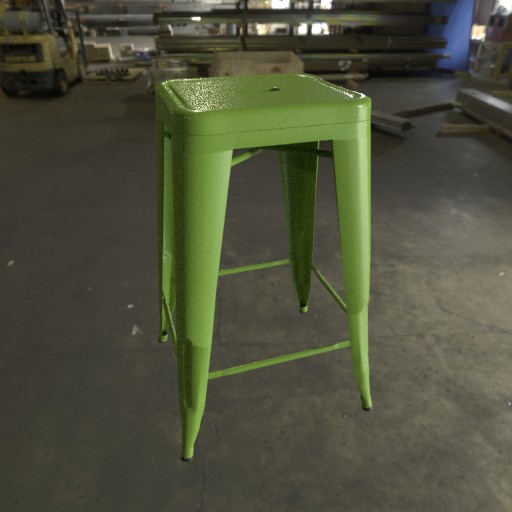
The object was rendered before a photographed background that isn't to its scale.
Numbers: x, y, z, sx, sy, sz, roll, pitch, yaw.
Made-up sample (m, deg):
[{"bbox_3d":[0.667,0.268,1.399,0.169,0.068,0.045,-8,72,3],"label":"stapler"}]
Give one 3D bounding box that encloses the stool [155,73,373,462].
[{"bbox_3d":[0.000,0.000,0.847,0.398,0.609,0.358,-9,32,-15],"label":"stool"}]
